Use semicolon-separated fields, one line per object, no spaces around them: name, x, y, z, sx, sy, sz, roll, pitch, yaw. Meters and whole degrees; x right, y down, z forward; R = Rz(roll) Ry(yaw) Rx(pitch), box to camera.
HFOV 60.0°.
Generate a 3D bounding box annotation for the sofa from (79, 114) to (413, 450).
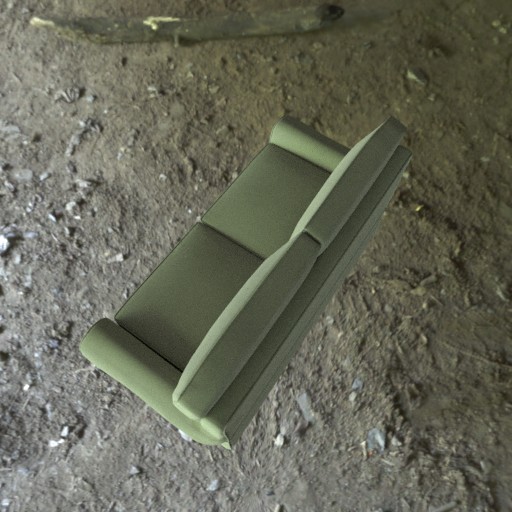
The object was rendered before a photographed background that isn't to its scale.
sofa;0.000;0.000;2.360;0.841;1.024;1.823;32;67;15
